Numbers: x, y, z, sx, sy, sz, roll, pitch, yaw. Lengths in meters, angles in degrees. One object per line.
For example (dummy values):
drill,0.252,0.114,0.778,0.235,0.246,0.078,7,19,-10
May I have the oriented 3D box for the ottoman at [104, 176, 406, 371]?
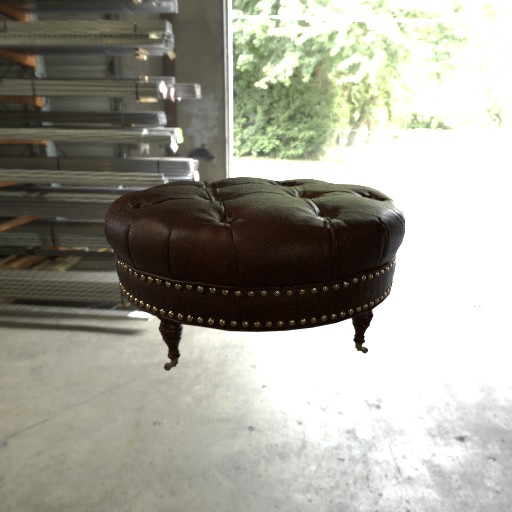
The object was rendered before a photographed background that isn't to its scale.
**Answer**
ottoman,0.000,0.000,1.416,0.901,0.455,0.901,0,17,0
